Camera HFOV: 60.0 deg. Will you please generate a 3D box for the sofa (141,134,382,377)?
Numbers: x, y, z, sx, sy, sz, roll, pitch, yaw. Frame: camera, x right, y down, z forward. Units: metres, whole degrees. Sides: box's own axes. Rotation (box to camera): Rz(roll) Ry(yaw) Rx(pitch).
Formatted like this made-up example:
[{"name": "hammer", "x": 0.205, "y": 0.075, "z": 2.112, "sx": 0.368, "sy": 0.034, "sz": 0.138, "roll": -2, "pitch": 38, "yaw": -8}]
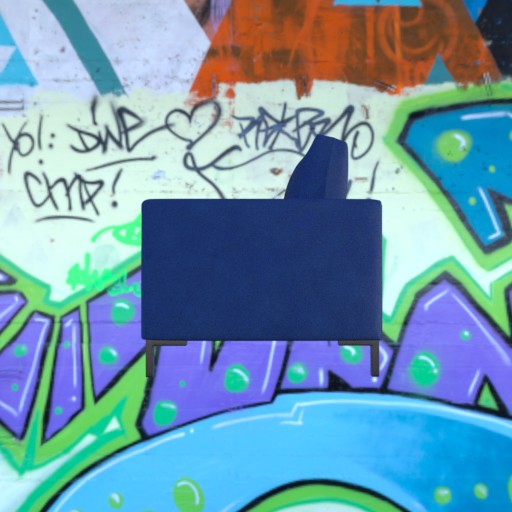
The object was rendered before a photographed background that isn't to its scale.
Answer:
[{"name": "sofa", "x": 0.000, "y": 0.000, "z": 2.649, "sx": 0.875, "sy": 0.879, "sz": 2.252, "roll": 0, "pitch": -1, "yaw": 0}]
